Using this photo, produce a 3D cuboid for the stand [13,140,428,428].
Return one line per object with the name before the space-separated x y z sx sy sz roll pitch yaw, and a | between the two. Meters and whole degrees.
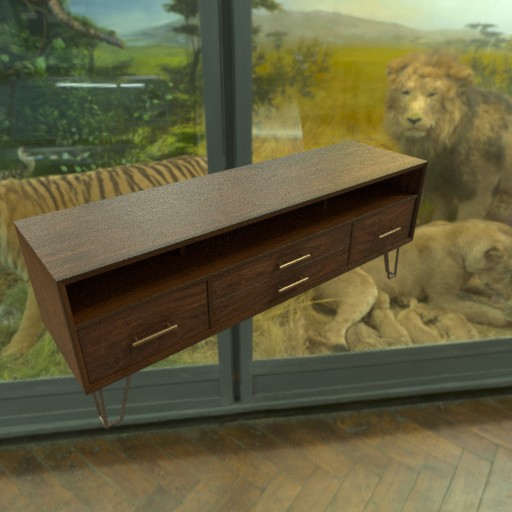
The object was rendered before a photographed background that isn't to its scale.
stand | 0.000 0.000 1.859 1.626 0.610 0.481 -21 36 -32
